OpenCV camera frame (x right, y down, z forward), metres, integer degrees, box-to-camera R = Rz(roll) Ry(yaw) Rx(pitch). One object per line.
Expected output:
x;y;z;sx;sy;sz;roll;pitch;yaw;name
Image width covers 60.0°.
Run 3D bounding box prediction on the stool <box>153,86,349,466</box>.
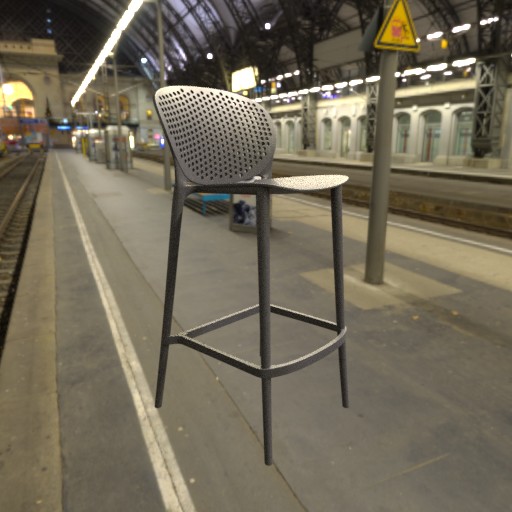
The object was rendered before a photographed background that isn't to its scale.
0.000;0.000;1.405;0.535;1.045;0.536;14;20;43;stool
